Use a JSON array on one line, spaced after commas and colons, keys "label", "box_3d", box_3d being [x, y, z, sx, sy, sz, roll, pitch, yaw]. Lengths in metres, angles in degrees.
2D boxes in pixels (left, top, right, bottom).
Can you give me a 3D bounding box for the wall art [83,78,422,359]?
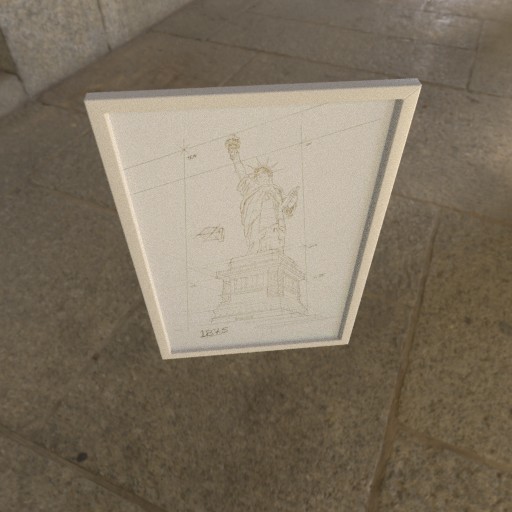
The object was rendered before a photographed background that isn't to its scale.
[{"label": "wall art", "box_3d": [0.000, 0.000, 1.030, 0.556, 0.813, 0.026, -4, 47, -4]}]
